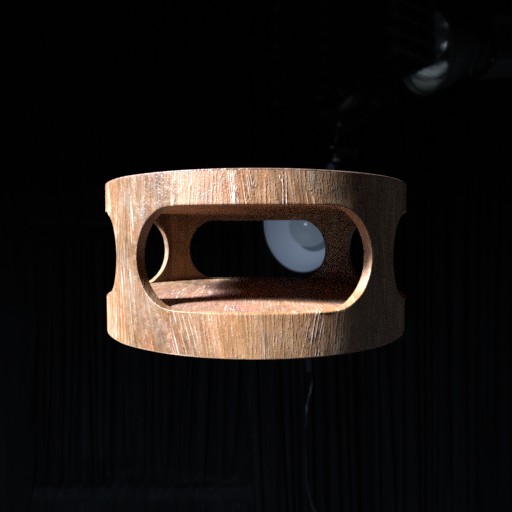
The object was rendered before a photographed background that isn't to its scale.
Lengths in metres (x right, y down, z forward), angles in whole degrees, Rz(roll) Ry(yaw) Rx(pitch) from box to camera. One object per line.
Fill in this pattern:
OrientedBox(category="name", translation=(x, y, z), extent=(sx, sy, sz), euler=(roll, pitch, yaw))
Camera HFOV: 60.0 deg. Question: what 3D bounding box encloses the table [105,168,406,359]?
OrientedBox(category="table", translation=(0.000, 0.000, 1.524), extent=(0.974, 0.450, 0.974), euler=(0, 2, 0))
